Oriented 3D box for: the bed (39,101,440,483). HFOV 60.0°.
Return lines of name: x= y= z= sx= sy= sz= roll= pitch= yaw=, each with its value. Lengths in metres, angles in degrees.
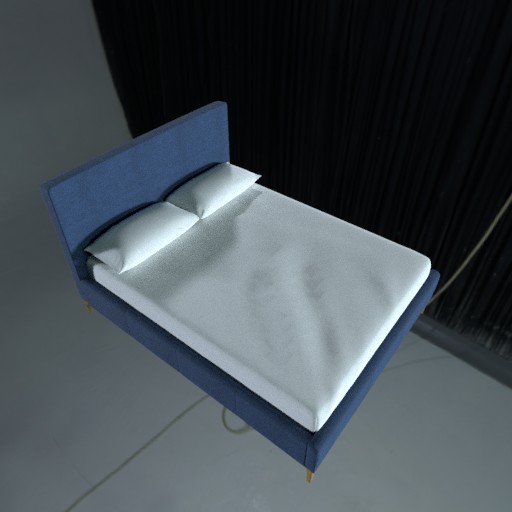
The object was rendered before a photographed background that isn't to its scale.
bed: x=0.000 y=0.000 z=3.185 sx=2.172 sy=1.231 sz=1.723 roll=28 pitch=48 yaw=27
